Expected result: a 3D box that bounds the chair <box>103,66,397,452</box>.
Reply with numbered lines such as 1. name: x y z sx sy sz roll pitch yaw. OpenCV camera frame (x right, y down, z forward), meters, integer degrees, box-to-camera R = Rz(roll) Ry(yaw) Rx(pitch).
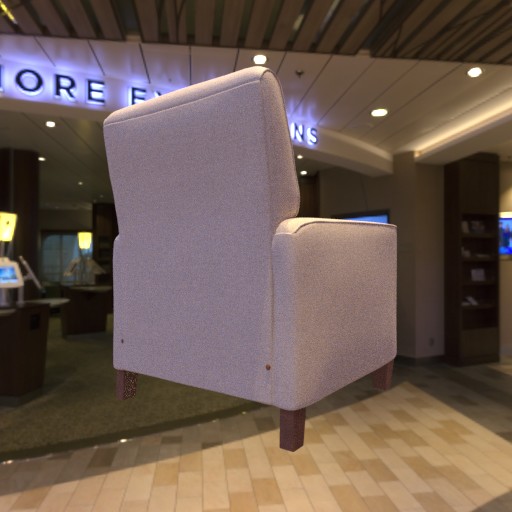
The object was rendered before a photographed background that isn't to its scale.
1. chair: 0.000 0.000 1.644 0.841 1.023 0.858 0 0 36
